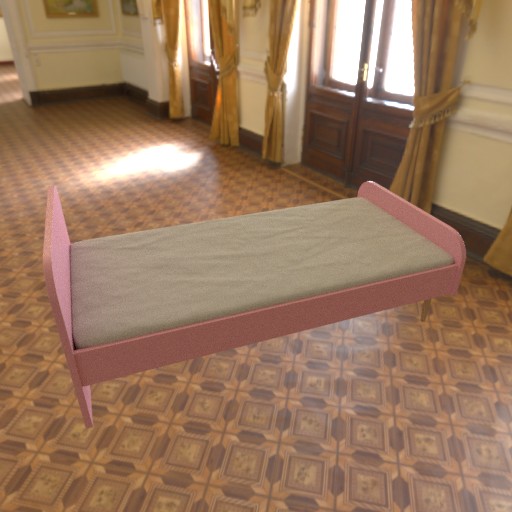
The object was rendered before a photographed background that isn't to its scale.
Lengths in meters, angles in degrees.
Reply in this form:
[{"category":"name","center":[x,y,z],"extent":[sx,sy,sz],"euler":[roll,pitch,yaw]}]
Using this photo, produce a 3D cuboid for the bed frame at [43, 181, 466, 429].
[{"category":"bed frame","center":[0.000,0.000,2.438],"extent":[1.963,0.805,0.998],"euler":[-11,32,-18]}]
